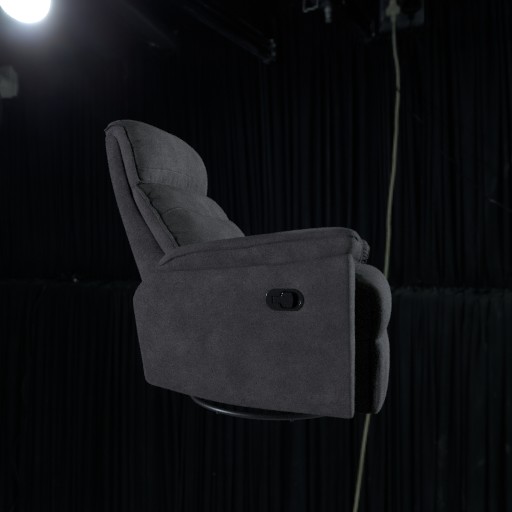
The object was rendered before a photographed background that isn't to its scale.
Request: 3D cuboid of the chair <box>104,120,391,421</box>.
[{"bbox_3d":[0.000,0.000,1.728,1.009,1.035,0.830,0,0,16],"label":"chair"}]
